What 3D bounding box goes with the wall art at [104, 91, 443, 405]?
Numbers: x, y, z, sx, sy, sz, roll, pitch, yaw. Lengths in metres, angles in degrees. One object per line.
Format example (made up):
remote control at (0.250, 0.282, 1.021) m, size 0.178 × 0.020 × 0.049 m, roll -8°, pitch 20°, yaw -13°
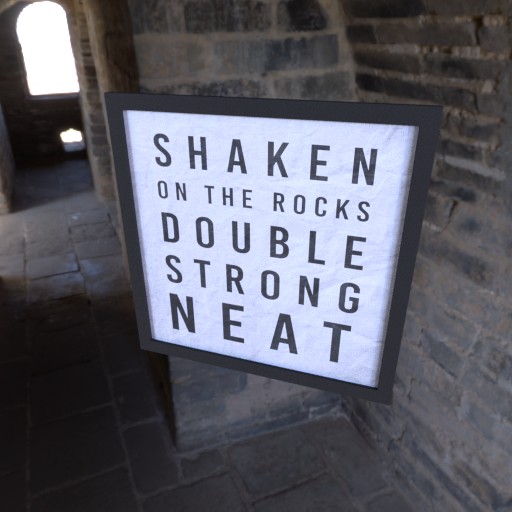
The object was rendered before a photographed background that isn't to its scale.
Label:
wall art at (0.000, 0.000, 0.679) m, size 0.456 × 0.458 × 0.013 m, roll 8°, pitch 28°, yaw 16°
